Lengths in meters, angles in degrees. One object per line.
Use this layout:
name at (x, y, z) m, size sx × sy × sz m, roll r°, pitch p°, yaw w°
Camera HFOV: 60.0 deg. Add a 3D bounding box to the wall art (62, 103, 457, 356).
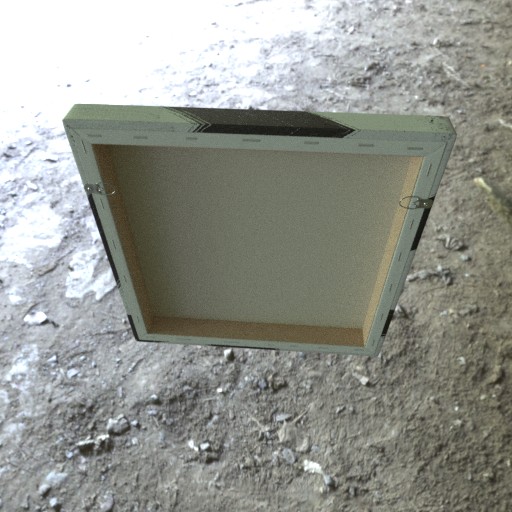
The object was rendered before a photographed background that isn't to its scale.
wall art at (0.000, 0.000, 0.757) m, size 0.507 × 0.508 × 0.050 m, roll 3°, pitch 45°, yaw 3°
